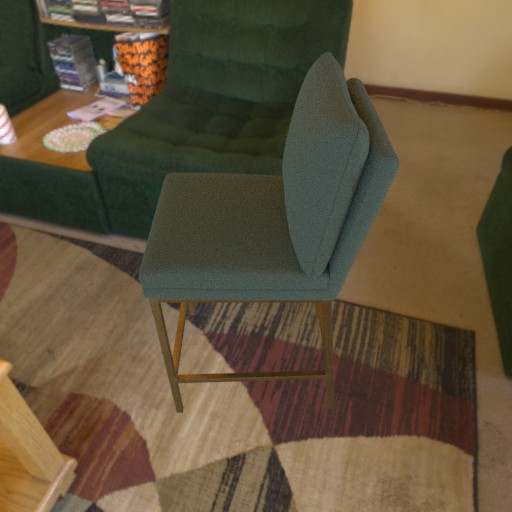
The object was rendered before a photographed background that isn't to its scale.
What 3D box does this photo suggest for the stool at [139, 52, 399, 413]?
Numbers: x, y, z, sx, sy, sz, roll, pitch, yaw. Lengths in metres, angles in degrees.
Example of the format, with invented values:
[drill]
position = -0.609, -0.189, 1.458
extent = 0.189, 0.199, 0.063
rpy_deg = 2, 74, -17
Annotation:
[stool]
position = 0.000, 0.000, 1.315
extent = 0.568, 1.032, 0.463
rpy_deg = 0, 43, 0
